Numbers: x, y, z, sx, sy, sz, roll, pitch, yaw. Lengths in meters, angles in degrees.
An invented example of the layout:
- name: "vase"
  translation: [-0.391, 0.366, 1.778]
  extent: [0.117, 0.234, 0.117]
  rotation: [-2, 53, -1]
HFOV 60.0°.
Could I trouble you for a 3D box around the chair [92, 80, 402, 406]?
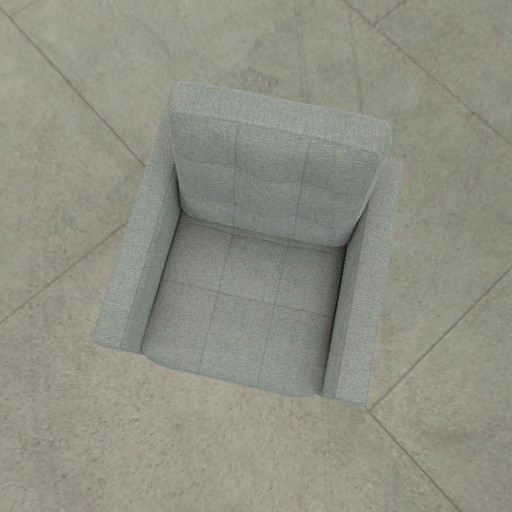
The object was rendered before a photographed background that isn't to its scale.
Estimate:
- name: "chair"
  translation: [0.000, 0.000, 1.489]
  extent: [0.821, 0.880, 0.843]
  rotation: [12, 75, 3]
